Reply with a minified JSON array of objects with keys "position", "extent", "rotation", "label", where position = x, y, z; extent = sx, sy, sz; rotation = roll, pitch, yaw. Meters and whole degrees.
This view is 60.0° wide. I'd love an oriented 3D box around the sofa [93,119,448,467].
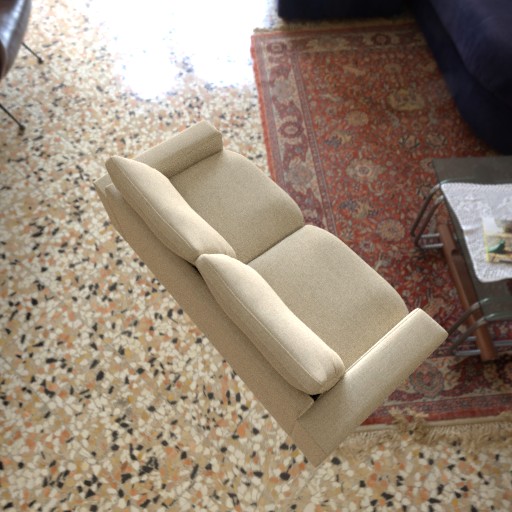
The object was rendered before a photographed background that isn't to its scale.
[{"position":[0.000,0.000,2.880],"extent":[1.040,0.922,2.299],"rotation":[-36,65,-20],"label":"sofa"}]
